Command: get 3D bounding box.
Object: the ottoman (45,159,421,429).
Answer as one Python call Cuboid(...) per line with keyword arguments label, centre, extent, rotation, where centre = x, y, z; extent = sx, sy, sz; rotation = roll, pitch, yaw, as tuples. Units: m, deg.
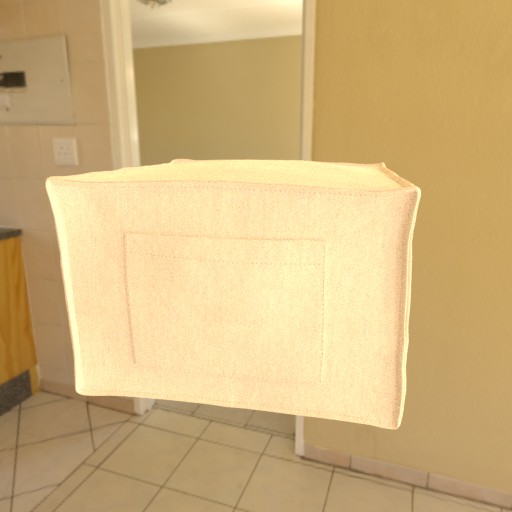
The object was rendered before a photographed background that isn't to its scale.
Cuboid(label="ottoman", centre=(0.000, 0.000, 1.132), extent=(0.707, 0.470, 0.696), rotation=(3, 15, 10))
